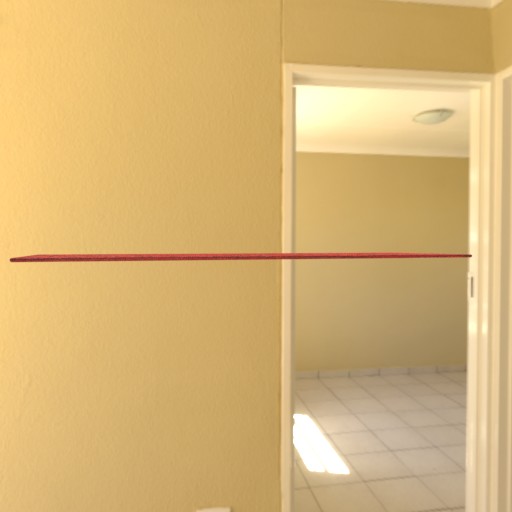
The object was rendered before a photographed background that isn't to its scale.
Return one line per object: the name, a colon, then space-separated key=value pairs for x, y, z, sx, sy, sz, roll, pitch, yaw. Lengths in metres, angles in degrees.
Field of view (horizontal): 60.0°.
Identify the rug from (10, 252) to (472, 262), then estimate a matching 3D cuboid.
rug: x=0.000 y=0.000 z=2.612 sx=2.439 sy=0.018 sz=0.813 roll=0 pitch=1 yaw=-19
